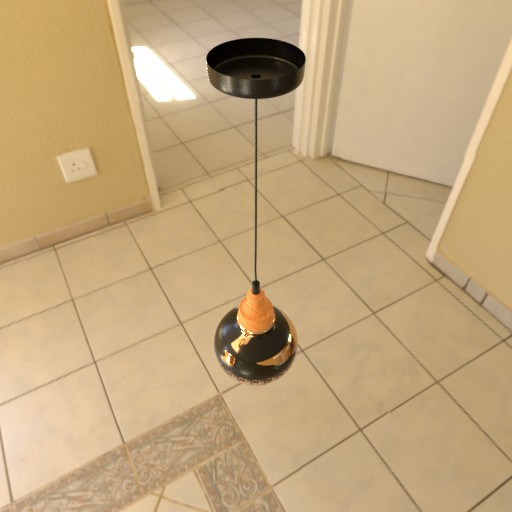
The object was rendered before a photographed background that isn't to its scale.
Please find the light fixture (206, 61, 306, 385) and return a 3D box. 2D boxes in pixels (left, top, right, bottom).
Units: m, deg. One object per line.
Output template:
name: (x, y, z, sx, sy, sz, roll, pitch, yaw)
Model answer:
light fixture: (0.000, 0.000, 1.811, 0.430, 1.606, 0.430, -31, 54, -26)
